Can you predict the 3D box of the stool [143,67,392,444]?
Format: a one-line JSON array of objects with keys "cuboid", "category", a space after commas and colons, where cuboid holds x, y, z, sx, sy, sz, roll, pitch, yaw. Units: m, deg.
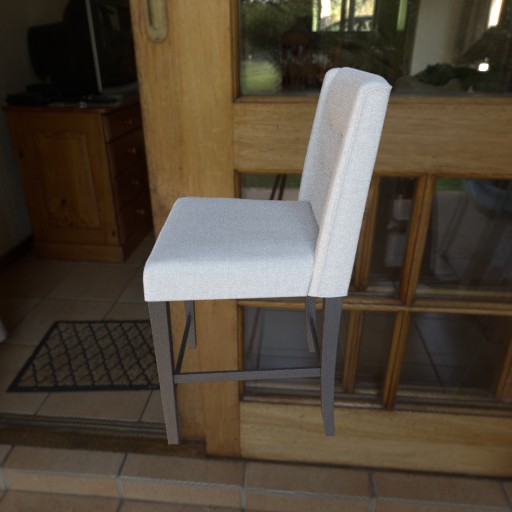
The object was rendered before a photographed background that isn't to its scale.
[{"cuboid": [0.000, 0.000, 1.215, 0.509, 0.939, 0.474, 0, 26, 0], "category": "stool"}]
